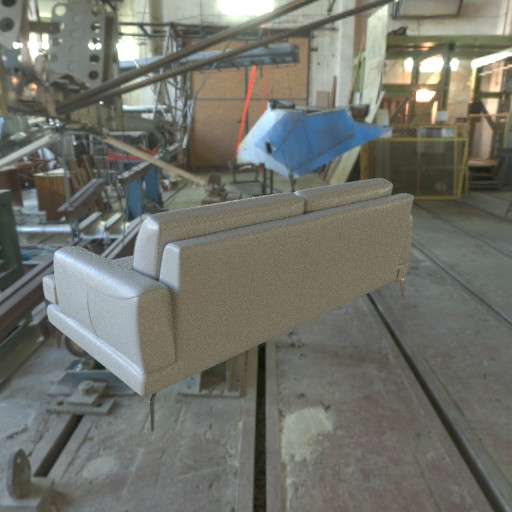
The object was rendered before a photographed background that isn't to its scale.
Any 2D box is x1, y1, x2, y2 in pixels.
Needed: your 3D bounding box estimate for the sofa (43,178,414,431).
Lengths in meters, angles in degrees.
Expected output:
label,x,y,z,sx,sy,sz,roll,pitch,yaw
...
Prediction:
label,x,y,z,sx,sy,sz,roll,pitch,yaw
sofa,0.000,0.000,2.420,1.940,0.765,0.974,-16,23,-42
